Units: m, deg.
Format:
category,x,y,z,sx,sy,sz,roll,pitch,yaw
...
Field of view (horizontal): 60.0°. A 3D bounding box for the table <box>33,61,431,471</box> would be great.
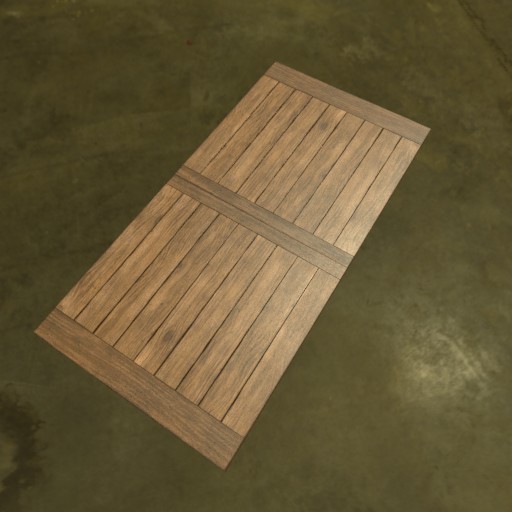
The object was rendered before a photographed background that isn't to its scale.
category,x,y,z,sx,sy,sz,roll,pitch,yaw
table,0.000,0.000,2.356,0.931,0.757,1.867,30,67,14
